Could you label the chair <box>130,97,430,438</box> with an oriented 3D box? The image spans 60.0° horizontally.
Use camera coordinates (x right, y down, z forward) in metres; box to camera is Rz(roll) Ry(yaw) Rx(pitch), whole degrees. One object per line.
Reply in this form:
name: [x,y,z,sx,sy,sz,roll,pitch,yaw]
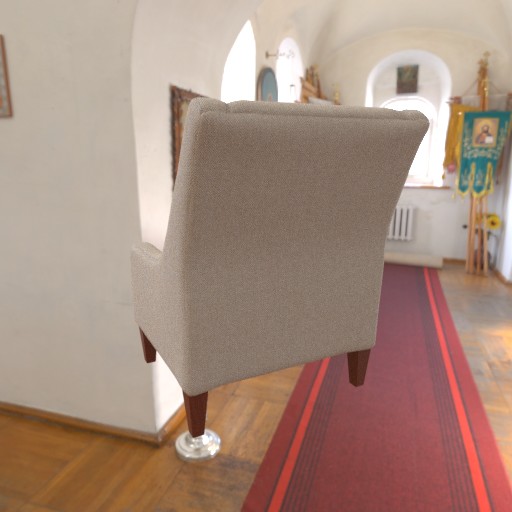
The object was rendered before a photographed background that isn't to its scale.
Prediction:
chair: [0.000,0.000,1.650,0.774,1.014,0.870,-7,15,-27]
